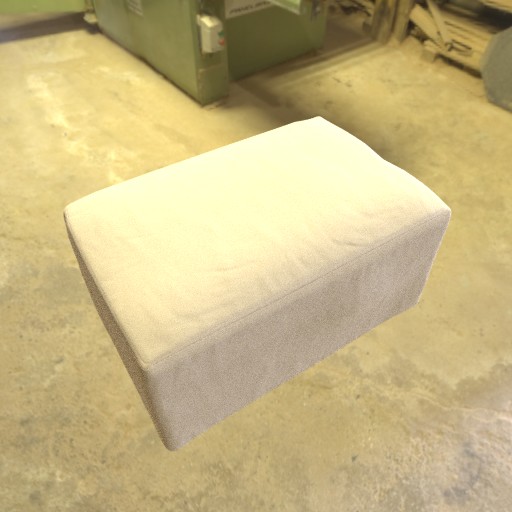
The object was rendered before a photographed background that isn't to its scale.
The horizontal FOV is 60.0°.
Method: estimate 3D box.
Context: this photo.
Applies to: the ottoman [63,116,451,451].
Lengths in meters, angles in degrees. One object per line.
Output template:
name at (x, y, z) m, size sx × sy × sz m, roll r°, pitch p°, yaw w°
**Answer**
ottoman at (0.000, 0.000, 1.237) m, size 0.872 × 0.444 × 0.590 m, roll -25°, pitch 52°, yaw -22°
